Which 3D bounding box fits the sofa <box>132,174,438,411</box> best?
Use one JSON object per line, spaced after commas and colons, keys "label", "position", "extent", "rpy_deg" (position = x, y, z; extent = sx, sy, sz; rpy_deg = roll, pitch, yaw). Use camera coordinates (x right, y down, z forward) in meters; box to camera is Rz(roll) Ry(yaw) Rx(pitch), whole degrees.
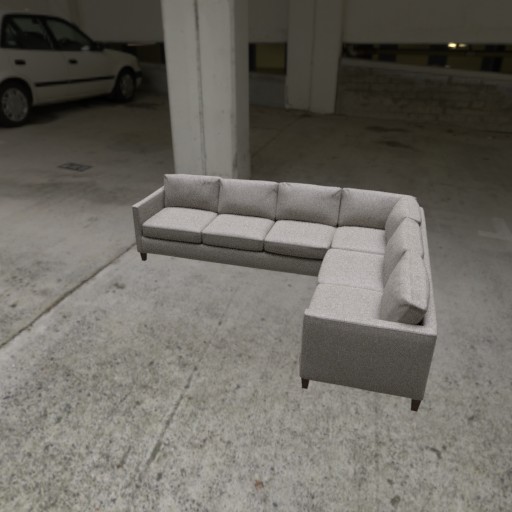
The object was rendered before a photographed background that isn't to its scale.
{"label": "sofa", "position": [0.000, 0.000, 4.551], "extent": [3.302, 0.947, 2.593], "rpy_deg": [8, 28, 15]}
